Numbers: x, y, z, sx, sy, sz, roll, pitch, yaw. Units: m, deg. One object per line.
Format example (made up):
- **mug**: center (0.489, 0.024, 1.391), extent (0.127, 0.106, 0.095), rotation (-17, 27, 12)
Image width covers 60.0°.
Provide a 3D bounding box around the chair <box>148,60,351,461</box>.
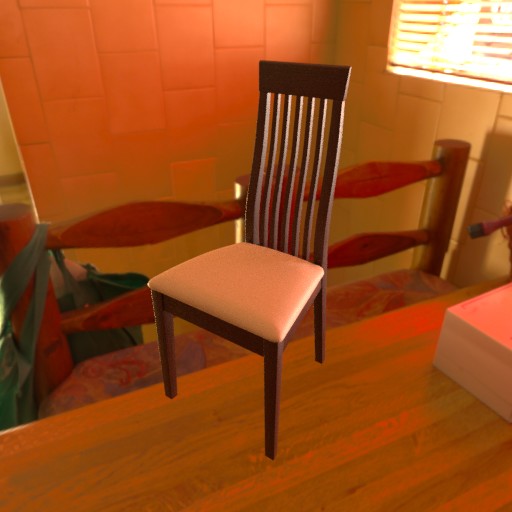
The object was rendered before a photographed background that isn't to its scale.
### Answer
- **chair**: center (0.000, 0.000, 1.325), extent (0.460, 1.027, 0.474), rotation (19, 34, 30)
